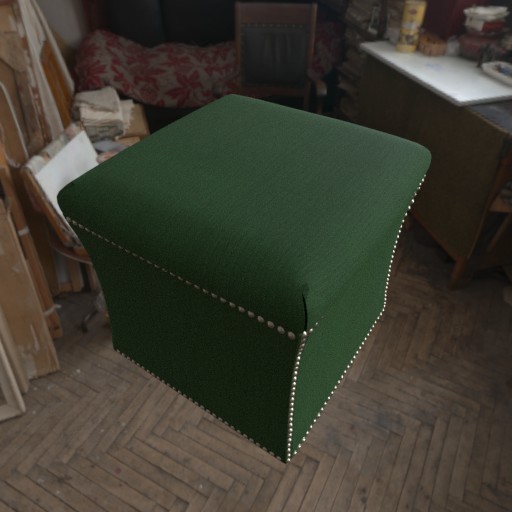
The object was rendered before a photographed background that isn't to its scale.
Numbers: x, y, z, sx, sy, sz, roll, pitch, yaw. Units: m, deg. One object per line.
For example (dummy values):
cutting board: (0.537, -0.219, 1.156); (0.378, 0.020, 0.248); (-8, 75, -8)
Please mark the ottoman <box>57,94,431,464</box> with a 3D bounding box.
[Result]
ottoman: (0.000, 0.000, 0.910); (0.497, 0.475, 0.507); (24, 47, 25)
